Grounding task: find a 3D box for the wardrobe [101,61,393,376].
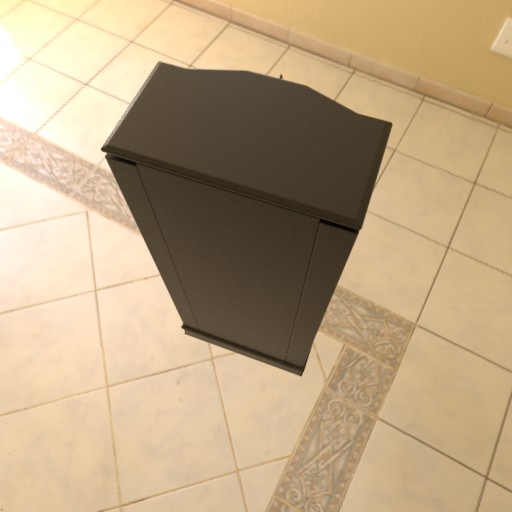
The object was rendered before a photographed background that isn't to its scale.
[{"bbox_3d":[0.000,0.000,1.179,0.444,1.011,0.295,18,65,9],"label":"wardrobe"}]
